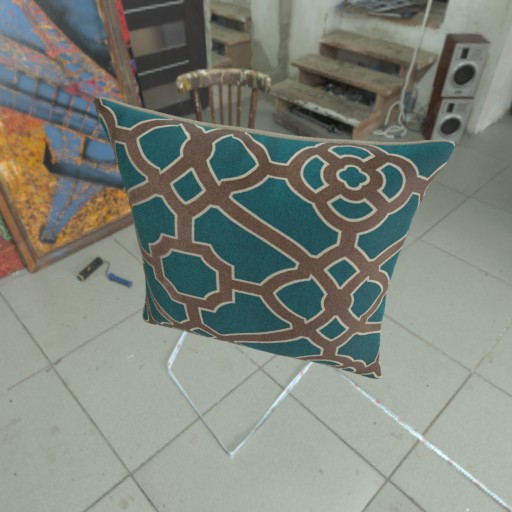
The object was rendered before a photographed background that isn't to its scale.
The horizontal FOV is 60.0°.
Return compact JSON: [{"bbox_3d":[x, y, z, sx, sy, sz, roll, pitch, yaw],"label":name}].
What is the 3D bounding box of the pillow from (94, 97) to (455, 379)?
[{"bbox_3d":[0.000,0.000,0.781,0.526,0.507,0.166,11,42,13],"label":"pillow"}]
